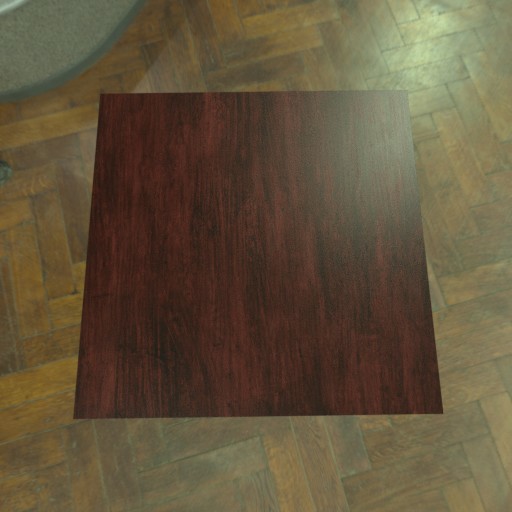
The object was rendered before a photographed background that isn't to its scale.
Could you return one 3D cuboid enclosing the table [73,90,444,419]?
[{"bbox_3d":[0.000,0.000,1.314,0.865,0.356,0.865,-1,76,0],"label":"table"}]
